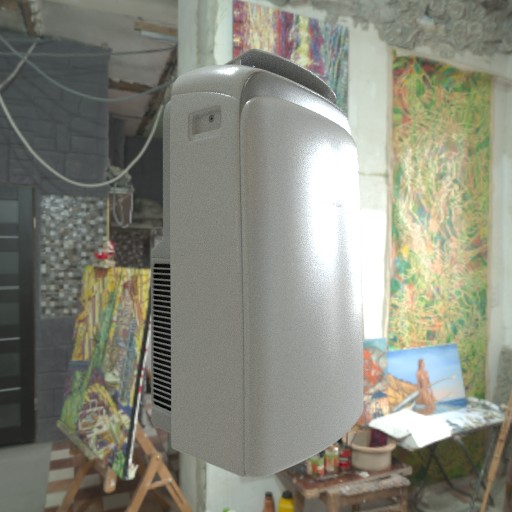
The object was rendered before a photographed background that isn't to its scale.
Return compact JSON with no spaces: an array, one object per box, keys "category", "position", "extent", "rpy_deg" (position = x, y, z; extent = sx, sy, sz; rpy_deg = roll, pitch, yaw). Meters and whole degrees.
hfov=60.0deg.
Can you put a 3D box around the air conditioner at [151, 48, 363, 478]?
[{"category":"air conditioner","position":[0.000,0.000,1.029],"extent":[0.414,0.786,0.449],"rpy_deg":[0,0,38]}]
